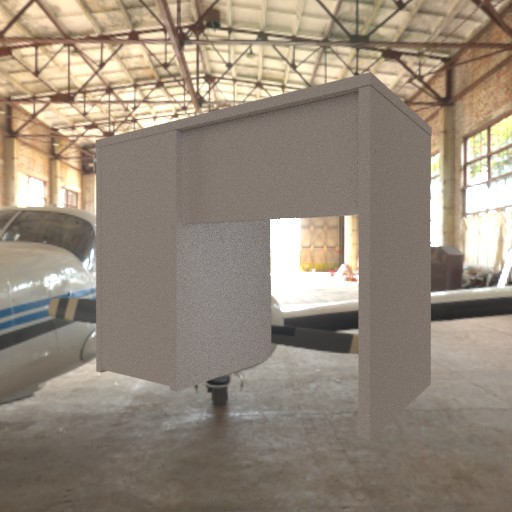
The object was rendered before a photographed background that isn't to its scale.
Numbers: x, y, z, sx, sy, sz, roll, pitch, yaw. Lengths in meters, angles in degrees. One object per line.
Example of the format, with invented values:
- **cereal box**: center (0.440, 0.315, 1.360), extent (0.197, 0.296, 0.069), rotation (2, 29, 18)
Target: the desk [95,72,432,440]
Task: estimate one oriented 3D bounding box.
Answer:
- **desk**: center (0.000, 0.000, 1.332), extent (0.898, 0.730, 0.482), rotation (0, 0, 35)
